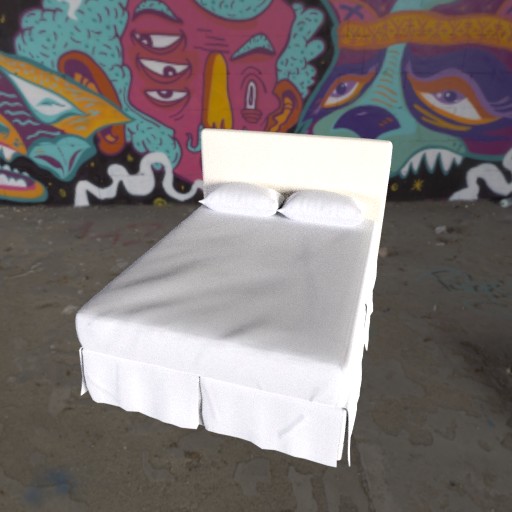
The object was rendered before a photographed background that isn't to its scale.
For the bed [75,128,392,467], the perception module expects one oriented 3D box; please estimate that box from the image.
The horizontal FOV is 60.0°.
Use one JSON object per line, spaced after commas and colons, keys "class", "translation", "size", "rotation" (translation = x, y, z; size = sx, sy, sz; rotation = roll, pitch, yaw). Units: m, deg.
{"class": "bed", "translation": [0.000, 0.000, 3.189], "size": [1.713, 1.330, 2.142], "rotation": [8, 28, 16]}
